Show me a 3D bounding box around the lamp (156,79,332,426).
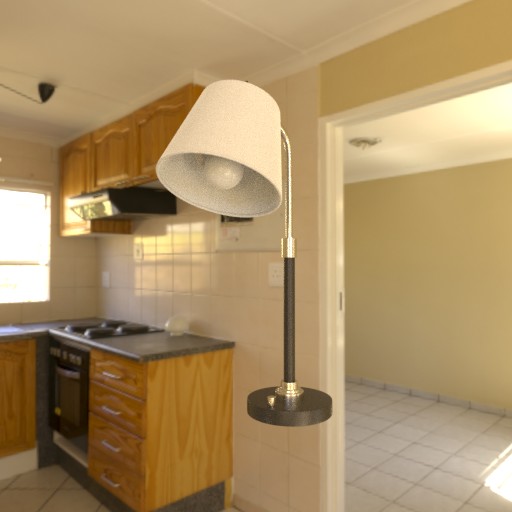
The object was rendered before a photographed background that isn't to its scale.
[{"bbox_3d":[0.000,0.000,0.697,0.181,0.539,0.348,-1,-1,36],"label":"lamp"}]
